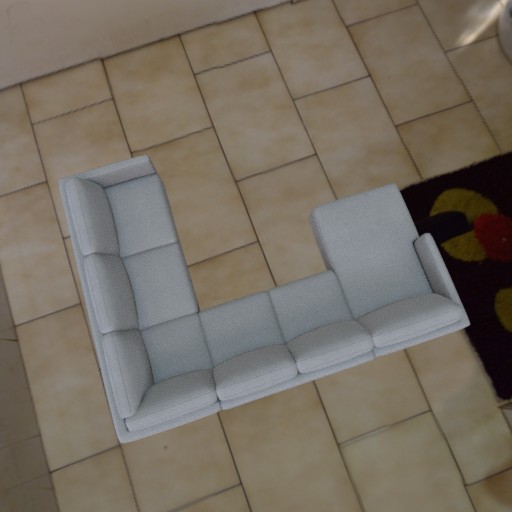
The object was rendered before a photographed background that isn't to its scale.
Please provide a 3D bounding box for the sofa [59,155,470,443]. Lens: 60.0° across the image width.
[{"bbox_3d":[0.000,0.000,4.360,3.238,0.853,2.551,-17,76,-4],"label":"sofa"}]
